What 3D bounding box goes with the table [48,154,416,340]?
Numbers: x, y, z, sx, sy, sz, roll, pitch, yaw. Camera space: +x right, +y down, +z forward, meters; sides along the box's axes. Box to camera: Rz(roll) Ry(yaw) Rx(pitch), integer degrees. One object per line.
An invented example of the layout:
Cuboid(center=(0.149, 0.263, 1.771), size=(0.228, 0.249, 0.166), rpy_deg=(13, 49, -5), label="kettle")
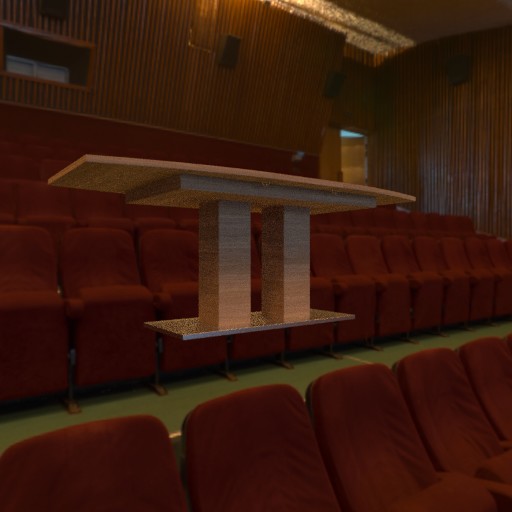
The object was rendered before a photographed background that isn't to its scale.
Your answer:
Cuboid(center=(0.000, 0.000, 2.498), size=(2.032, 0.750, 0.900), rpy_deg=(0, 0, -36), label="table")
